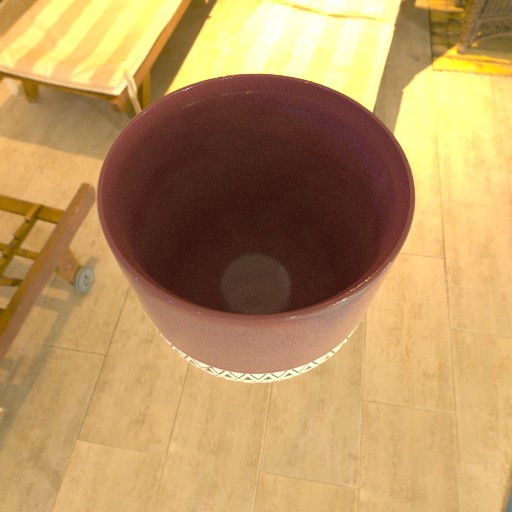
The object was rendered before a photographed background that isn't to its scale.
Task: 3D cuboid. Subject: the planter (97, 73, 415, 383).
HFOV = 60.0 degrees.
[{"bbox_3d":[0.000,0.000,0.489,0.266,0.270,0.266,0,59,0],"label":"planter"}]
